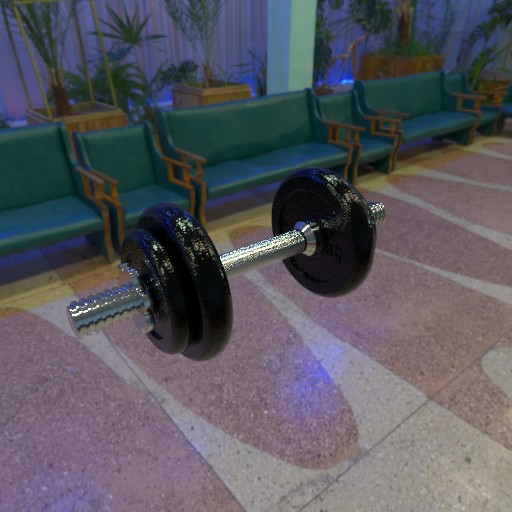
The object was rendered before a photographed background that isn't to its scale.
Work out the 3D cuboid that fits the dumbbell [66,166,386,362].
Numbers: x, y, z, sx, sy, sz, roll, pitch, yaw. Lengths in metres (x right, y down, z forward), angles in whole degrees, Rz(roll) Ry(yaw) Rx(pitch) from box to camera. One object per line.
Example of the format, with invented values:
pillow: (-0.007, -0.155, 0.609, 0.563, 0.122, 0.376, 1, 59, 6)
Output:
dumbbell: (0.000, 0.000, 0.609, 0.497, 0.202, 0.202, -20, 35, -31)
